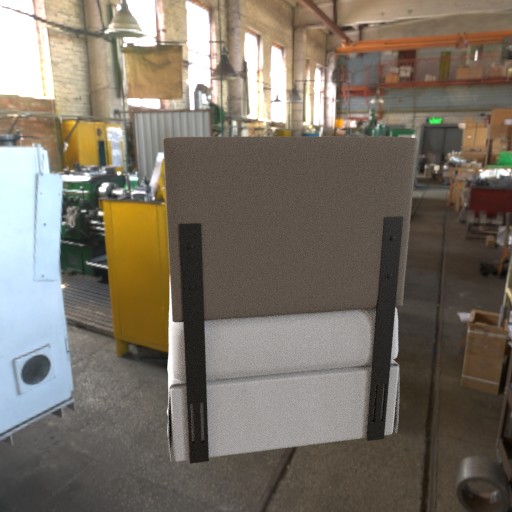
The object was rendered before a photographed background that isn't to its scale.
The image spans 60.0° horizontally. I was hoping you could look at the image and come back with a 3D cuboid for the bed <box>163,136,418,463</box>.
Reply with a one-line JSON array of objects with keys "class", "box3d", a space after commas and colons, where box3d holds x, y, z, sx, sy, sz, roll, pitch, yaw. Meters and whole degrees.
[{"class": "bed", "box3d": [0.000, 0.000, 3.028, 1.261, 1.571, 1.997, -3, 15, -10]}]
